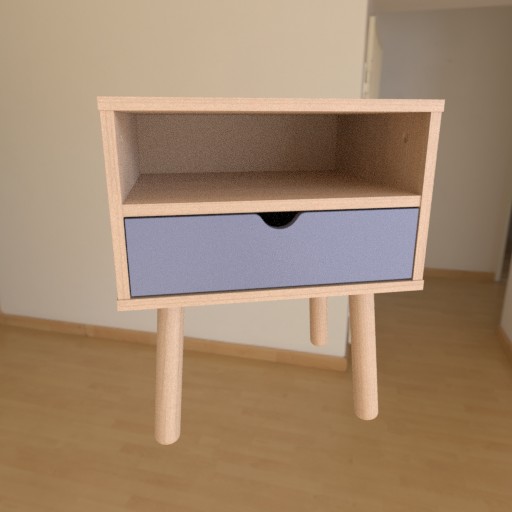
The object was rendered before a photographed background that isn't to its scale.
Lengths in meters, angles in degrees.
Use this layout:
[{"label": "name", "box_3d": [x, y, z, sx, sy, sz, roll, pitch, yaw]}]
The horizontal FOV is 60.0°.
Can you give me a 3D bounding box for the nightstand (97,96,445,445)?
[{"label": "nightstand", "box_3d": [0.000, 0.000, 0.816, 0.450, 0.530, 0.380, -3, 17, -10]}]
